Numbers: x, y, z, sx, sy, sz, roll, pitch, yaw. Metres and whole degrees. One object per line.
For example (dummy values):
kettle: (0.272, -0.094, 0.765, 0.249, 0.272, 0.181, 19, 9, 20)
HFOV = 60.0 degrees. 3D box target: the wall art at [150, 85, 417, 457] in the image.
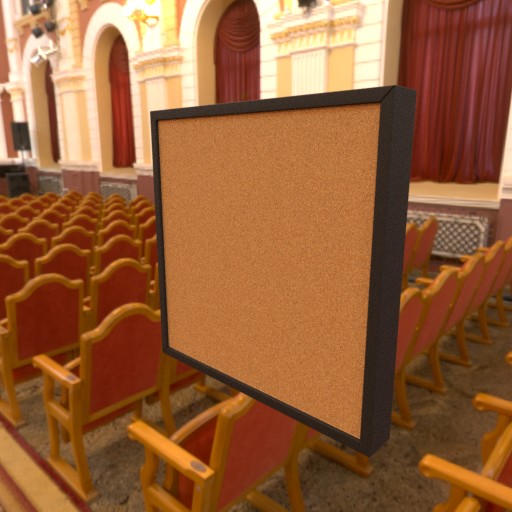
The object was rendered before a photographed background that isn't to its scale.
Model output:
wall art: (0.000, 0.000, 0.463, 0.305, 0.305, 0.037, 12, 18, 42)
